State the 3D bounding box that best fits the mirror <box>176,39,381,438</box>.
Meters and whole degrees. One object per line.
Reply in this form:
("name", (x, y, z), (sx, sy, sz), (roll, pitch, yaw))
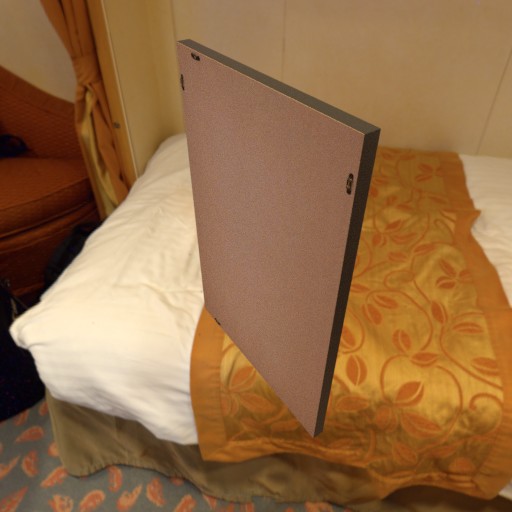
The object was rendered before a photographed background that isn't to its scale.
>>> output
("mirror", (0.000, 0.000, 1.153), (0.040, 0.915, 0.609), (-24, 46, -26))
